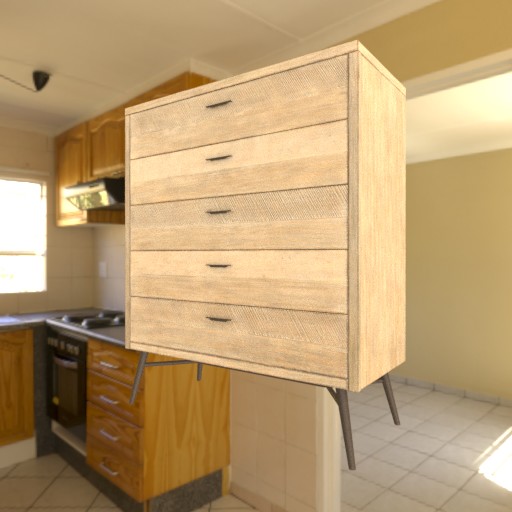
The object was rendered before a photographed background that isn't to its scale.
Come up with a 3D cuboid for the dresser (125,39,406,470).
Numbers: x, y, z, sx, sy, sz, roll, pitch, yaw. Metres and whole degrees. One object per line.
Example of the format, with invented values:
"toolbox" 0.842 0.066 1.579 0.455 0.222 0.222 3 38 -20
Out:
"dresser" 0.000 0.000 1.719 1.016 1.219 0.457 0 0 35
